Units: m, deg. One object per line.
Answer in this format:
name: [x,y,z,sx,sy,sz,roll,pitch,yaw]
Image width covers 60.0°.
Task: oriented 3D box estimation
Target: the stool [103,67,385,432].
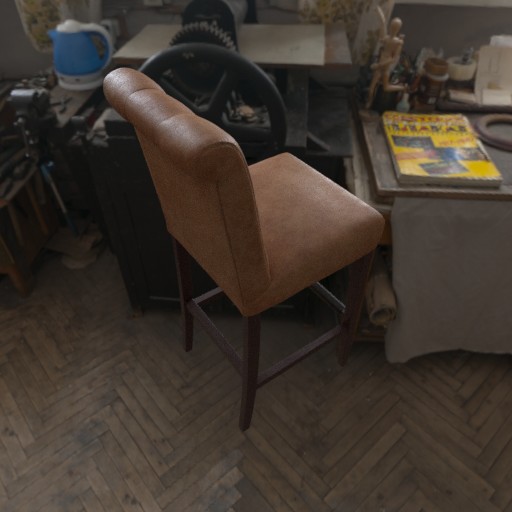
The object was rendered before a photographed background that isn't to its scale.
stool: [0.000,0.000,1.403,0.601,1.140,0.493,-26,48,-25]
